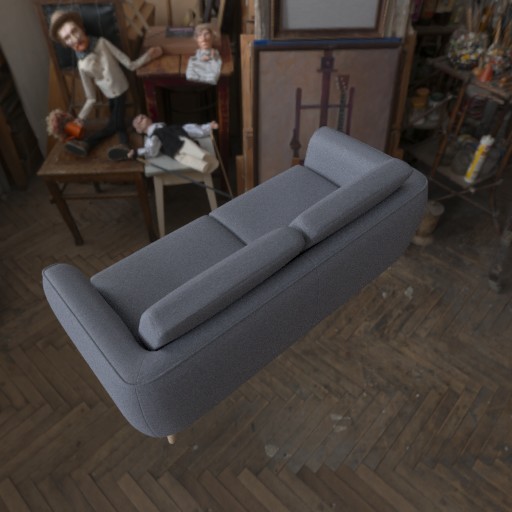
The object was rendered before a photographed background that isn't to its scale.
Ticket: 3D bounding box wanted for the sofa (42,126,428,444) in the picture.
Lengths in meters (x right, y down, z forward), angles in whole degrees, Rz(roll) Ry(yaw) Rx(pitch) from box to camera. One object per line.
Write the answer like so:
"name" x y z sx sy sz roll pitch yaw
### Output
"sofa" 0.000 0.000 2.480 2.000 0.870 0.920 -33 55 -27
